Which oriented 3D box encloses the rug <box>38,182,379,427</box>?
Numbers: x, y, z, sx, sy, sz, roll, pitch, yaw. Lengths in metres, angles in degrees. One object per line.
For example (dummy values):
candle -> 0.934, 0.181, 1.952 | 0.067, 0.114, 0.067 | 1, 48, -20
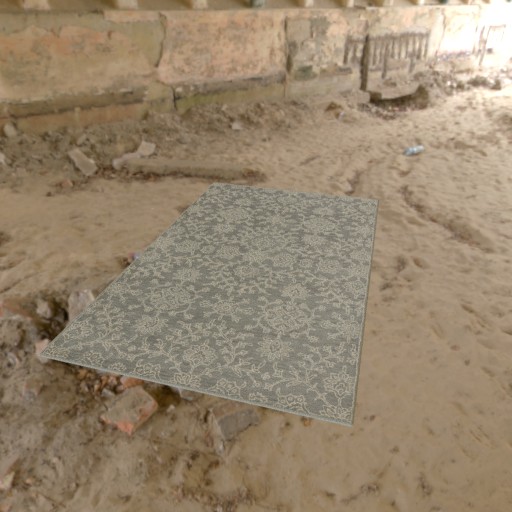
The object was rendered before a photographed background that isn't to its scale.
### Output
rug -> 0.000, 0.000, 2.989 | 1.515, 0.010, 2.430 | 8, 31, 14
